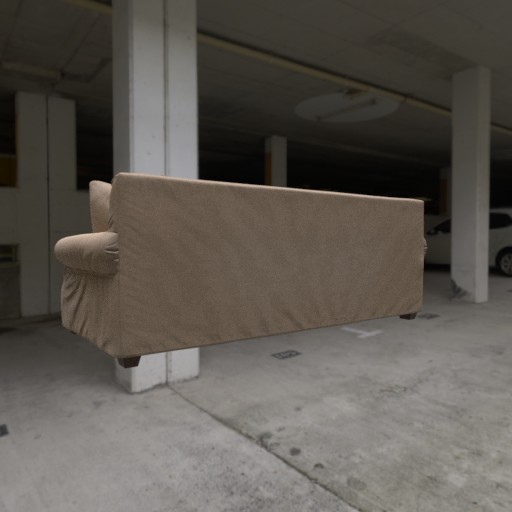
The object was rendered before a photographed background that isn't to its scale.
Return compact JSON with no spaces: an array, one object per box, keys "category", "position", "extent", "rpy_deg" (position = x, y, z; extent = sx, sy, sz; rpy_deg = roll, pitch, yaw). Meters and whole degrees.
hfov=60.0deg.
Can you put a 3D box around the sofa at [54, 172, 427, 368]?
[{"category":"sofa","position":[0.000,0.000,2.875],"extent":[2.285,0.904,1.067],"rpy_deg":[-1,2,-36]}]
